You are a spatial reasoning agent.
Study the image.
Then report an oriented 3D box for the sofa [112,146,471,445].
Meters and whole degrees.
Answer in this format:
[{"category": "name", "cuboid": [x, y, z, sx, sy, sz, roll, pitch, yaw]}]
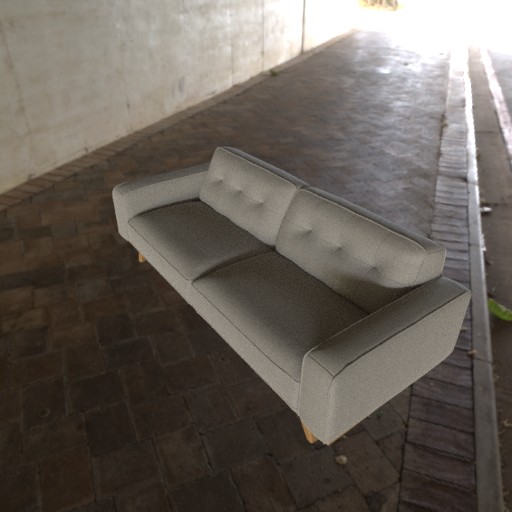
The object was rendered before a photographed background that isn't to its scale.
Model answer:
[{"category": "sofa", "cuboid": [0.000, 0.000, 2.730, 0.956, 0.781, 2.270, -21, 38, -30]}]
